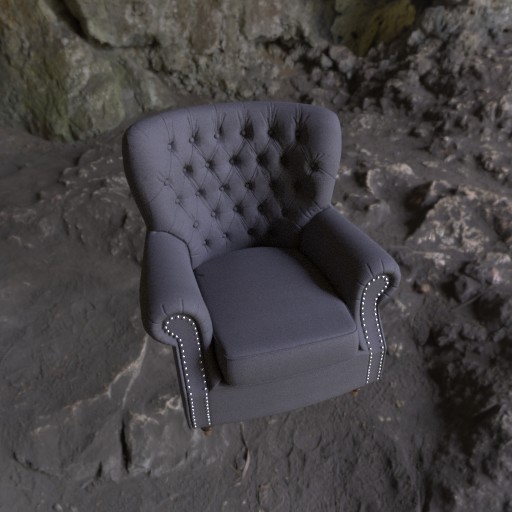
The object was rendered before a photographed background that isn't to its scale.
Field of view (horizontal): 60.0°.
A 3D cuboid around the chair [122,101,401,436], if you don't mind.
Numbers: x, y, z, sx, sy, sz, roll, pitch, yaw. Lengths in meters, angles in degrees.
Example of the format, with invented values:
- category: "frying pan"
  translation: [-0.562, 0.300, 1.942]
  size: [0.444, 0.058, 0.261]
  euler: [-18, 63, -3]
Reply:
- category: "chair"
  translation: [0.000, 0.000, 1.841]
  size: [0.983, 1.046, 0.983]
  euler: [-10, 33, -15]
